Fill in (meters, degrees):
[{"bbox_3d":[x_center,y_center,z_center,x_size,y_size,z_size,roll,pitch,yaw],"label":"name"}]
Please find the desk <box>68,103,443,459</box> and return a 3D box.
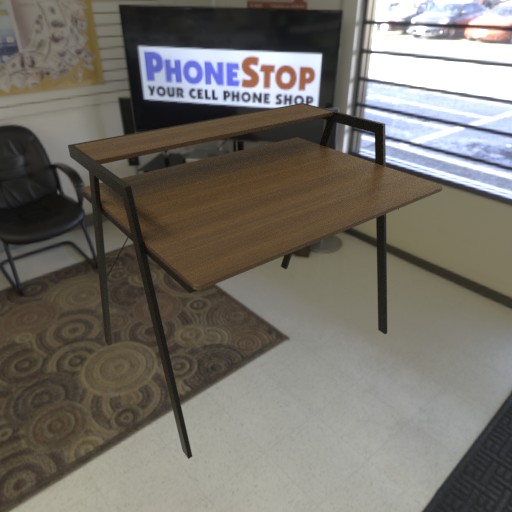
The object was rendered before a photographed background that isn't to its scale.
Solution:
[{"bbox_3d":[0.000,0.000,1.896,1.143,0.998,0.936,-22,37,-32],"label":"desk"}]
